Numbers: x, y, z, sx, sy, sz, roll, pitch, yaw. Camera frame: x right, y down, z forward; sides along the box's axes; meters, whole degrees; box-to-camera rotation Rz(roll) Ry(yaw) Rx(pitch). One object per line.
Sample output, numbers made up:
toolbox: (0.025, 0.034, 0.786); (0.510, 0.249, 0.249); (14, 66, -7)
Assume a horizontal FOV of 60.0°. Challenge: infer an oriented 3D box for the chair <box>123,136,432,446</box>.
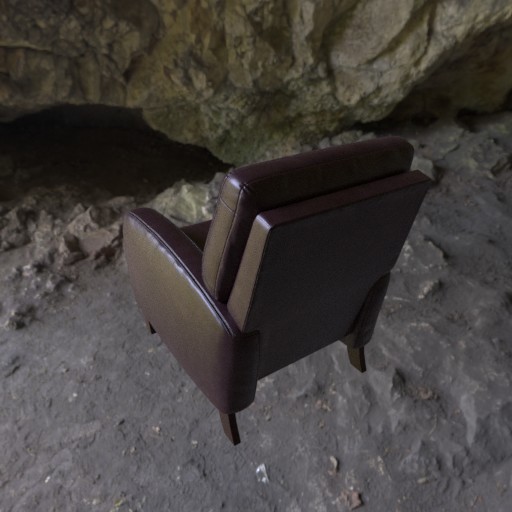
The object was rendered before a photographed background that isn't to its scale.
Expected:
chair: (0.000, 0.000, 1.710); (0.762, 0.990, 0.990); (-18, 34, -29)
